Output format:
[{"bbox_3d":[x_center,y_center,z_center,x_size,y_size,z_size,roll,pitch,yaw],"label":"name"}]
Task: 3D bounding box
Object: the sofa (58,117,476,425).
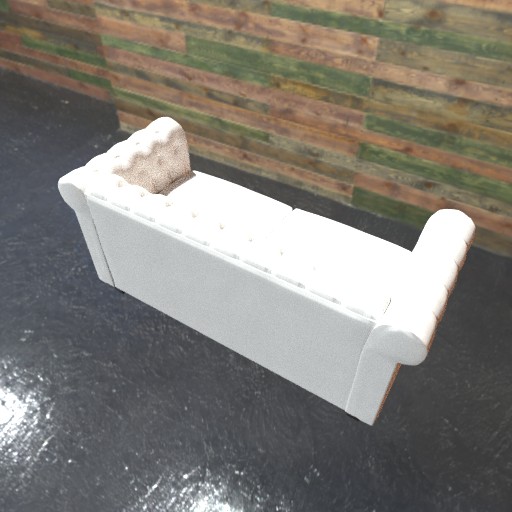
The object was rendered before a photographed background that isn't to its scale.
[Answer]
[{"bbox_3d":[0.000,0.000,2.252,1.798,0.796,0.771,23,49,22],"label":"sofa"}]
